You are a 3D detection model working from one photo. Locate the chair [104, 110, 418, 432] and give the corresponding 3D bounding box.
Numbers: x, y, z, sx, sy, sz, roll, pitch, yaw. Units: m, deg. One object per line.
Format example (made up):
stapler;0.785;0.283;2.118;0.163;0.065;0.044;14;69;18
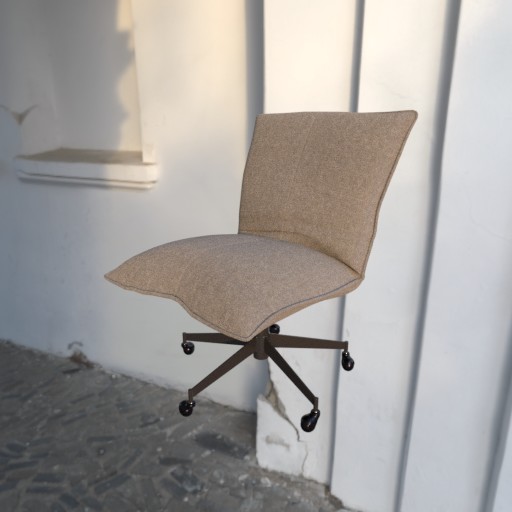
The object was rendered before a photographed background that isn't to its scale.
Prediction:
chair;0.000;0.000;1.293;0.597;0.811;0.696;16;23;41
